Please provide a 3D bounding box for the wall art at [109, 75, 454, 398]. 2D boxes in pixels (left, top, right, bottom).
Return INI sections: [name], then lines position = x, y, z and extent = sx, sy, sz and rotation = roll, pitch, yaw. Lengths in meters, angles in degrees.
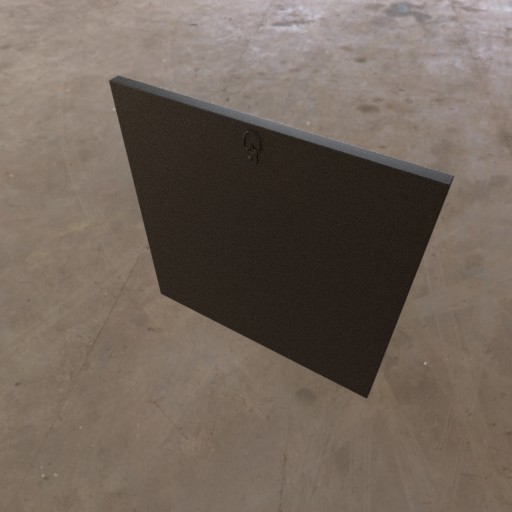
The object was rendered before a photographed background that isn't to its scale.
[wall art]
position = 0.000, 0.000, 1.215
extent = 0.805, 0.807, 0.043
rotation = 23, 50, 21
